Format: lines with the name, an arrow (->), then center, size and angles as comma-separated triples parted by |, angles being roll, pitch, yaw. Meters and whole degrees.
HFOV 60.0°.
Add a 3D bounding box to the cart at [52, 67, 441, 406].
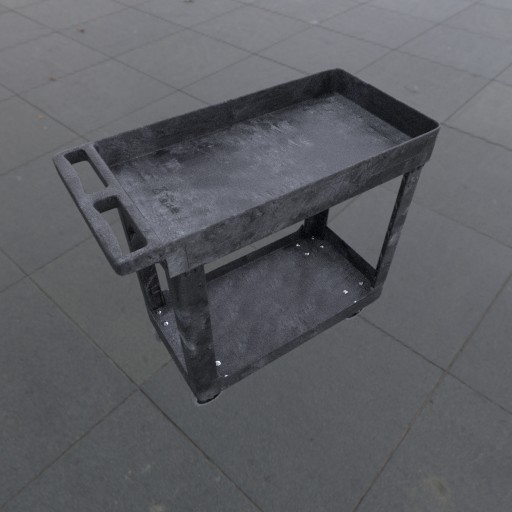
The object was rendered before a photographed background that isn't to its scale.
cart -> 0.000, 0.000, 1.374 | 0.877, 0.824, 0.420 | -25, 52, -22
